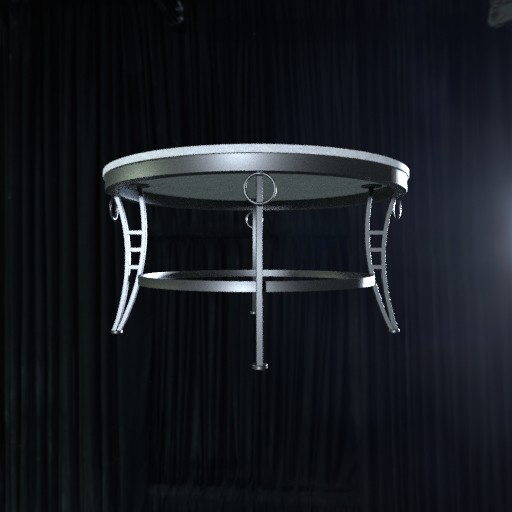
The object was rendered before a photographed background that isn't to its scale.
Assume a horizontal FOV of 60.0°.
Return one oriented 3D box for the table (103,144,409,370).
[{"bbox_3d":[0.000,0.000,1.363,0.889,0.470,0.889,0,0,0],"label":"table"}]
